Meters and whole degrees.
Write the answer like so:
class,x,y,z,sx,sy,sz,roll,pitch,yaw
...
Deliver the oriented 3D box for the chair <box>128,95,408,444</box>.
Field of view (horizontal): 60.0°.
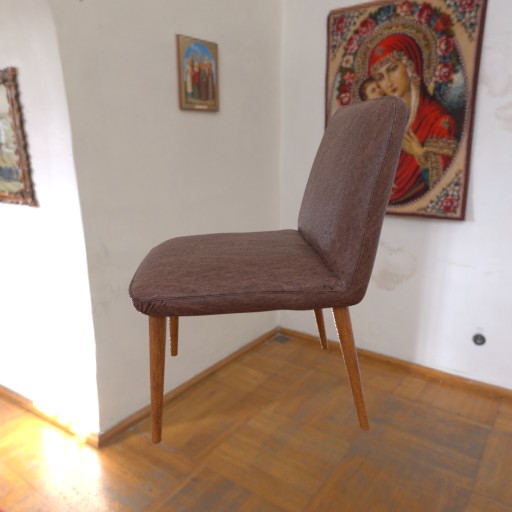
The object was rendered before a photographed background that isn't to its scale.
class,x,y,z,sx,sy,sz,roll,pitch,yaw
chair,0.000,0.000,1.214,0.645,0.803,0.543,-2,15,-9
